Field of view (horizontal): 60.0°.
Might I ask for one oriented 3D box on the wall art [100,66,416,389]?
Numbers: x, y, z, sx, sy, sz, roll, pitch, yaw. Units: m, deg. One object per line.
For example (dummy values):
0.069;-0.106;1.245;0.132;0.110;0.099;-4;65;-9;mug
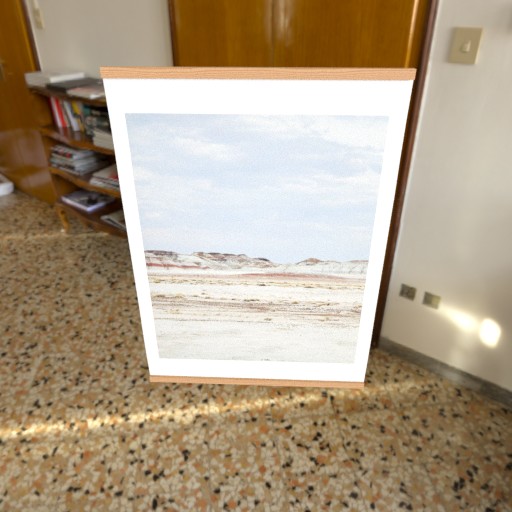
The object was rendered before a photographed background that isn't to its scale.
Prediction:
0.000;0.000;1.291;0.739;1.016;0.020;1;30;2;wall art
